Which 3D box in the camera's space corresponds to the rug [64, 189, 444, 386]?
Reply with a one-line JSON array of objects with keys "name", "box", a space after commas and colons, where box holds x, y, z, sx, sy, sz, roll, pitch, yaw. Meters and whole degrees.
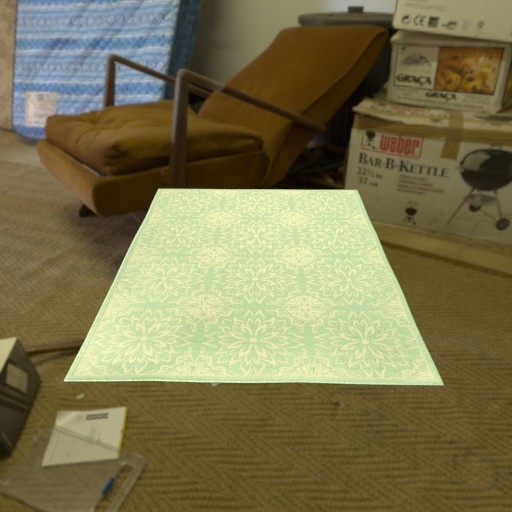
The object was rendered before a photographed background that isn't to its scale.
[{"name": "rug", "box": [0.000, 0.000, 4.009, 2.363, 0.012, 2.980, 0, 32, 1]}]
